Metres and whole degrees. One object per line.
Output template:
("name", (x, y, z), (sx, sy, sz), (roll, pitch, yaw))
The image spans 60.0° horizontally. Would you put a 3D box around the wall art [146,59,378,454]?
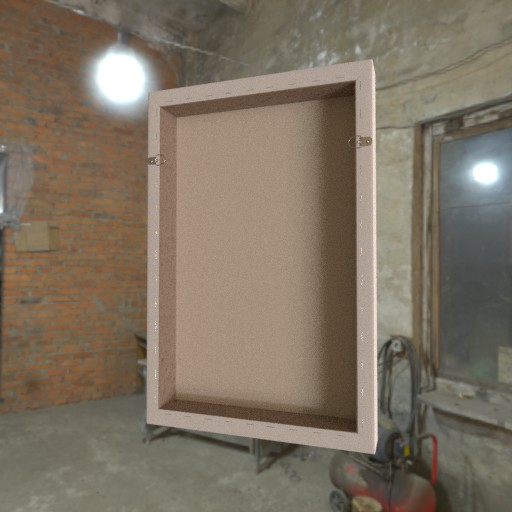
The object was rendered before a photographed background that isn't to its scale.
("wall art", (0.000, 0.000, 0.486), (0.252, 0.381, 0.039), (0, -1, 19))
